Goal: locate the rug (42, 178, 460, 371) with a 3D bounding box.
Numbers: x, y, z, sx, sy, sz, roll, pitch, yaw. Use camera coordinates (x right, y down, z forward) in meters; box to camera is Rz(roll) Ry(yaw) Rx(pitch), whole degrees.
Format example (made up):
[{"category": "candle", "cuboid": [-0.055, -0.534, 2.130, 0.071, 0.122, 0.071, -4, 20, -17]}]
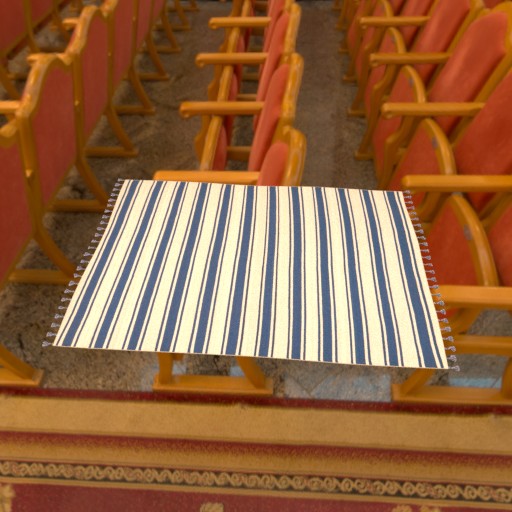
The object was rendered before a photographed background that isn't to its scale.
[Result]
[{"category": "rug", "cuboid": [0.000, 0.000, 2.944, 2.315, 0.010, 1.544, 3, 47, 3]}]
